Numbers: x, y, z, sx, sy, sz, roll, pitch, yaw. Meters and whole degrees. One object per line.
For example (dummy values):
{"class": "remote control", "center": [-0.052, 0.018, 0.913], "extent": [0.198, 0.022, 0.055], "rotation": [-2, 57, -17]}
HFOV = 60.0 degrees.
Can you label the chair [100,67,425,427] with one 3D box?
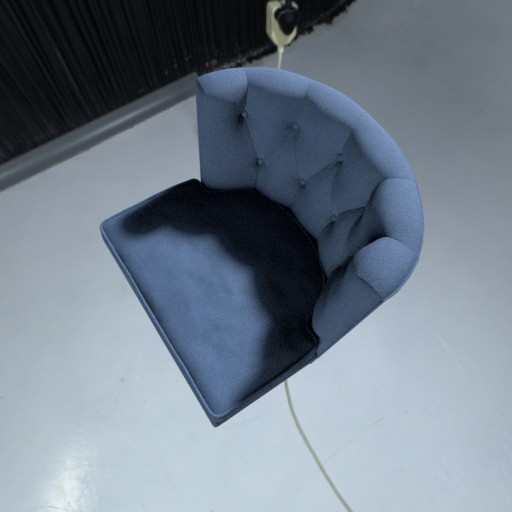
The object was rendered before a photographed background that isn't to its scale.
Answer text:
{"class": "chair", "center": [0.000, 0.000, 1.323], "extent": [0.718, 0.771, 0.740], "rotation": [-31, 68, -14]}
